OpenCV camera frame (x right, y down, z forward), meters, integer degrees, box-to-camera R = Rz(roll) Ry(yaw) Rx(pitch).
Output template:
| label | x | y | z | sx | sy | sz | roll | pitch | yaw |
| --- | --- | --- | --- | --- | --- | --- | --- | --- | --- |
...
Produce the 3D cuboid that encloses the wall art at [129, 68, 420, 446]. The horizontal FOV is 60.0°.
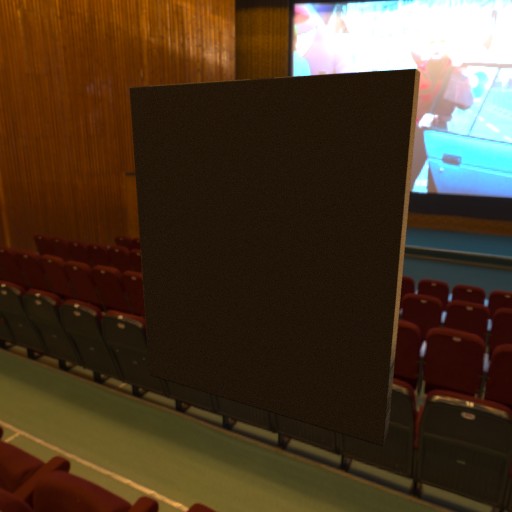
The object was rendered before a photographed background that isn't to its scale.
| label | x | y | z | sx | sy | sz | roll | pitch | yaw |
| --- | --- | --- | --- | --- | --- | --- | --- | --- | --- |
| wall art | 0.000 | 0.000 | 0.690 | 0.435 | 0.511 | 0.037 | 8 | 17 | 26 |
